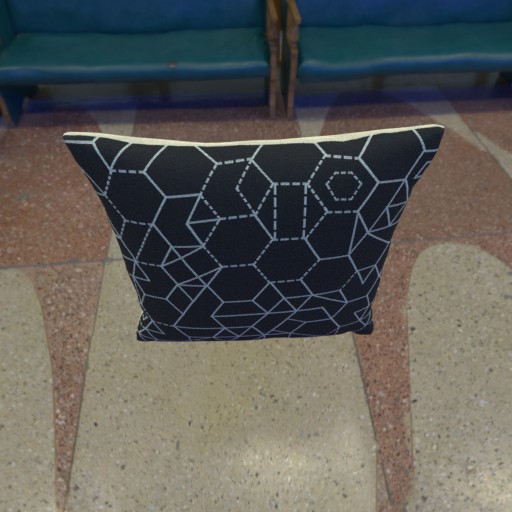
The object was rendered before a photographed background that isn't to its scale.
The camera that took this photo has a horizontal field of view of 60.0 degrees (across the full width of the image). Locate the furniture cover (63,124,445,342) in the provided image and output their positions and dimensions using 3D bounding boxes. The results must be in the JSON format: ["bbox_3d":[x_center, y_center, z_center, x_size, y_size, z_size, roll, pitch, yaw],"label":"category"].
[{"bbox_3d":[0.000,0.000,0.783,0.517,0.508,0.158,-2,48,-2],"label":"furniture cover"}]
